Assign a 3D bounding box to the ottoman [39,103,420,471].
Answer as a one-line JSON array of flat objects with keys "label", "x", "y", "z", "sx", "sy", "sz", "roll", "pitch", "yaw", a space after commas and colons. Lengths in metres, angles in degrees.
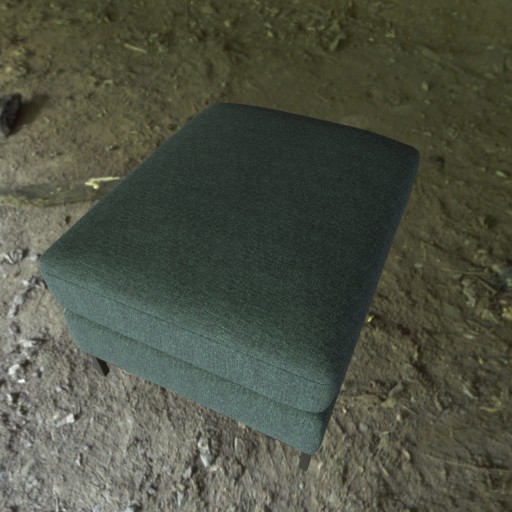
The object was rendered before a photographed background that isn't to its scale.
[{"label": "ottoman", "x": 0.000, "y": 0.000, "z": 1.266, "sx": 0.695, "sy": 0.533, "sz": 0.831, "roll": 18, "pitch": 48, "yaw": 17}]
